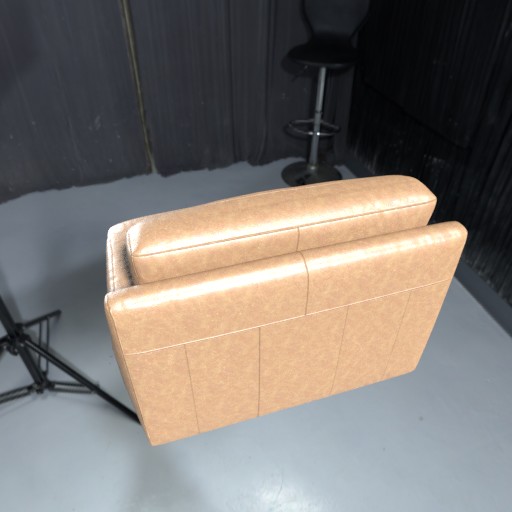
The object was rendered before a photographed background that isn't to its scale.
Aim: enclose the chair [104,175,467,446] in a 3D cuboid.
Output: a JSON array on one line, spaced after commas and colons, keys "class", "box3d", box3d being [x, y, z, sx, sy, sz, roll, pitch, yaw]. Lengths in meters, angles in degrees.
[{"class": "chair", "box3d": [0.000, 0.000, 1.943, 1.276, 0.978, 1.050, -11, 42, -13]}]
